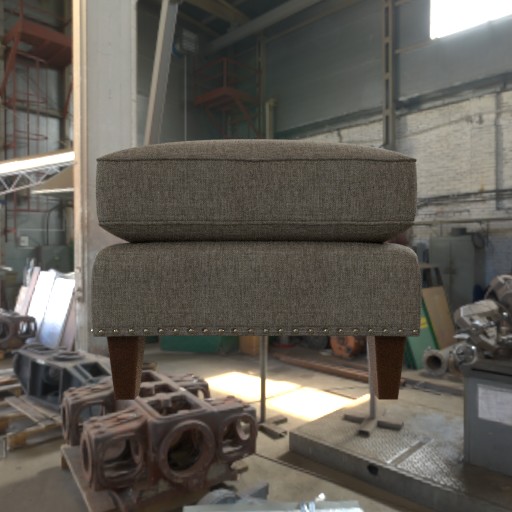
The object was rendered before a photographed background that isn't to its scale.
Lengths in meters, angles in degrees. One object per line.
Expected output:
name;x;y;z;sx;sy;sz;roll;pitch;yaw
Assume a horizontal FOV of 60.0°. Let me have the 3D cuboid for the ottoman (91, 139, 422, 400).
ottoman;0.000;0.000;1.134;0.584;0.513;0.741;0;1;0
